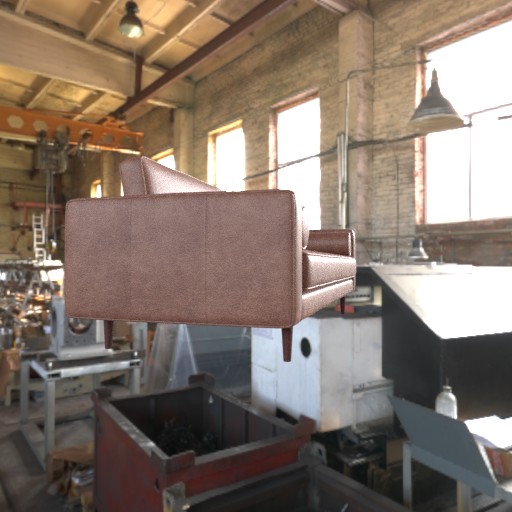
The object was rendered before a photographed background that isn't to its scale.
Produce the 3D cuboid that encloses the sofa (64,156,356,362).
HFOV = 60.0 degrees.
[{"bbox_3d":[0.000,0.000,2.384,0.910,0.760,1.870,0,-1,18],"label":"sofa"}]
